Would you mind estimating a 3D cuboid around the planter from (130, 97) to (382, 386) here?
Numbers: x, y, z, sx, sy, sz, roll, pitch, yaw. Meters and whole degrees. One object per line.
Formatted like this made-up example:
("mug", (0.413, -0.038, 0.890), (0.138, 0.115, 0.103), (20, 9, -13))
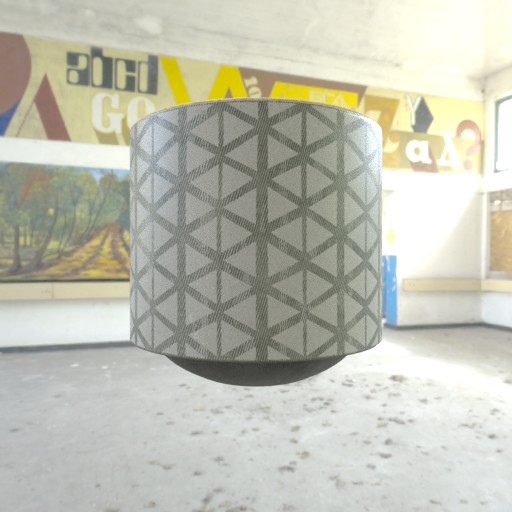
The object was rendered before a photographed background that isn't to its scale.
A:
("planter", (0.000, 0.000, 0.457), (0.250, 0.239, 0.250), (0, 0, 0))
